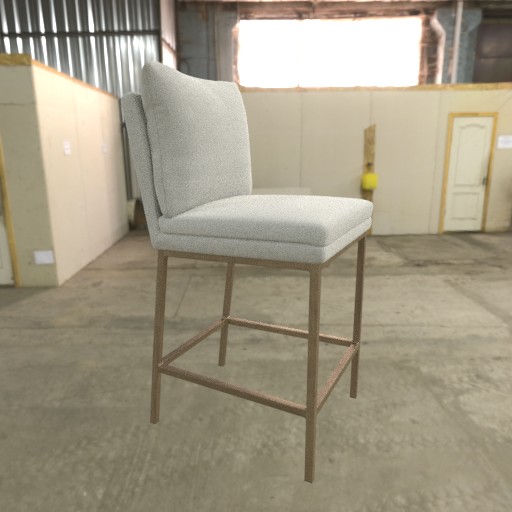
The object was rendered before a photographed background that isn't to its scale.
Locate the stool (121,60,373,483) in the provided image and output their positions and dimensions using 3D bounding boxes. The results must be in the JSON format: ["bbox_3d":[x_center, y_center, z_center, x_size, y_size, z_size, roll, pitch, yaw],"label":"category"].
[{"bbox_3d":[0.000,0.000,1.303,0.572,1.032,0.463,7,16,26],"label":"stool"}]
